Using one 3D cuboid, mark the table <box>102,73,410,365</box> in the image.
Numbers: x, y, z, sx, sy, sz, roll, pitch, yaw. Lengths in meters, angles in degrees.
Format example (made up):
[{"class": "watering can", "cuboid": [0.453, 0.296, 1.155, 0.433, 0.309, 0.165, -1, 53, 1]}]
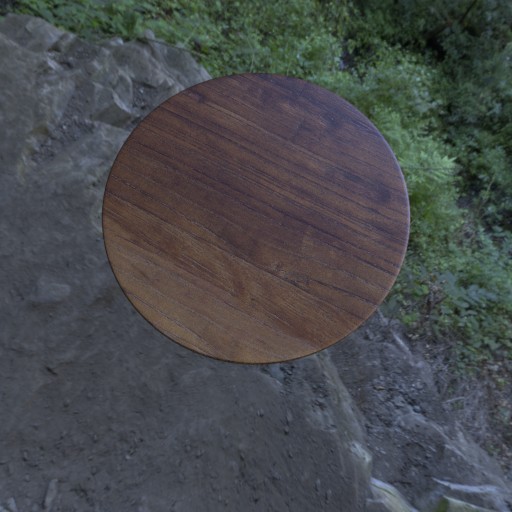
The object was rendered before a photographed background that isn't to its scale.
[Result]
[{"class": "table", "cuboid": [0.000, 0.000, 0.823, 0.400, 0.520, 0.400, 0, 75, 0]}]
